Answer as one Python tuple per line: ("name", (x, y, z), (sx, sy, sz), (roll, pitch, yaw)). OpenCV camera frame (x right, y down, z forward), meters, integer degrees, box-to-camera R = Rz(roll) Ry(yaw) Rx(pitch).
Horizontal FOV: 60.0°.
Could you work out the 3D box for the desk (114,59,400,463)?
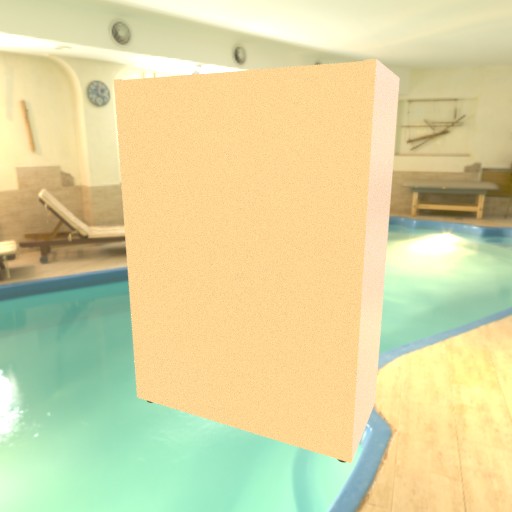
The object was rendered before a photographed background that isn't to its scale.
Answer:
("desk", (0.000, 0.000, 1.592), (0.850, 1.190, 0.390), (7, 16, 25))
